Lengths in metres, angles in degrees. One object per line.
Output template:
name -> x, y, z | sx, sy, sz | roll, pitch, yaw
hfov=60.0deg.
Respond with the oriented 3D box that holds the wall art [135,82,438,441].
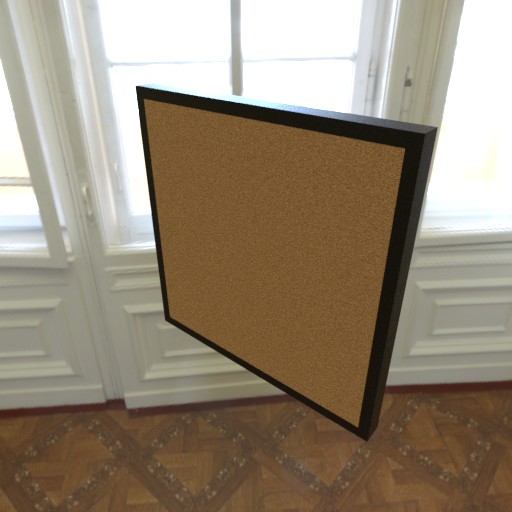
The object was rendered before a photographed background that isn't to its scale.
wall art -> 0.000, 0.000, 0.760 | 0.508, 0.508, 0.038 | 22, 37, 33
